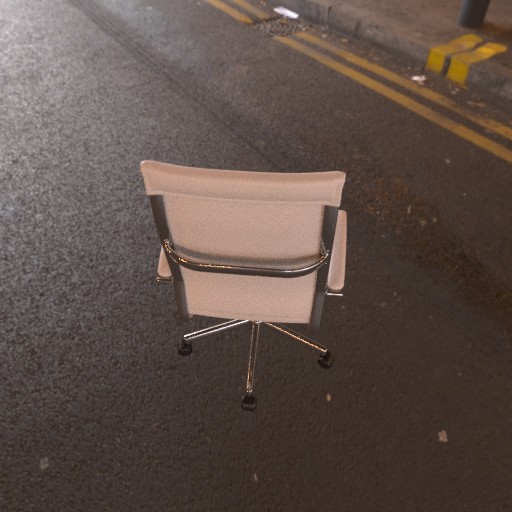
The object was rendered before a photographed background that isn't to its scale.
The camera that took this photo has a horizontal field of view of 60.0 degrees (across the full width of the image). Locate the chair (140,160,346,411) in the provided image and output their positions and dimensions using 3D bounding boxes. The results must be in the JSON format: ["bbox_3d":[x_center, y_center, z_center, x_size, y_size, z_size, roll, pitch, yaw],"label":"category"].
[{"bbox_3d":[0.000,0.000,1.536,0.679,1.149,0.679,4,46,4],"label":"chair"}]
